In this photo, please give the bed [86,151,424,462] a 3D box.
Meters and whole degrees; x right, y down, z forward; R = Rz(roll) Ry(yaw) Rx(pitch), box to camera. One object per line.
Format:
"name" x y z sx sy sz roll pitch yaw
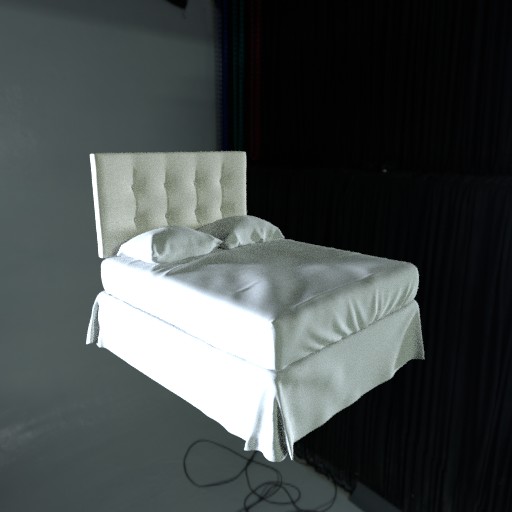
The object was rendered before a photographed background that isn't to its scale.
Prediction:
"bed" 0.000 0.000 3.495 2.222 1.577 1.936 14 20 43
